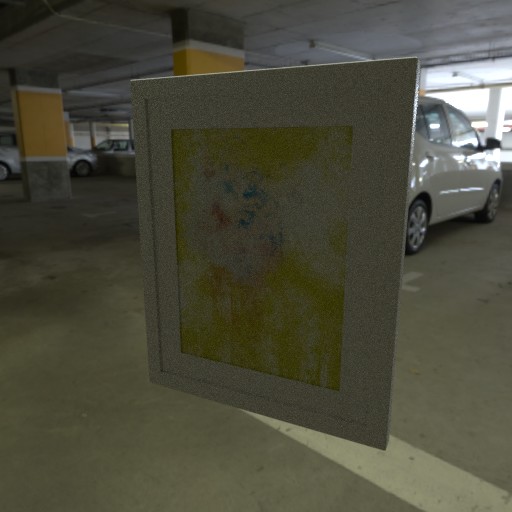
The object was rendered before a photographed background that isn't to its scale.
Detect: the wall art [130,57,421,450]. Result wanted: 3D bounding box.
[{"bbox_3d":[0.000,0.000,0.716,0.454,0.556,0.028,7,16,26],"label":"wall art"}]
